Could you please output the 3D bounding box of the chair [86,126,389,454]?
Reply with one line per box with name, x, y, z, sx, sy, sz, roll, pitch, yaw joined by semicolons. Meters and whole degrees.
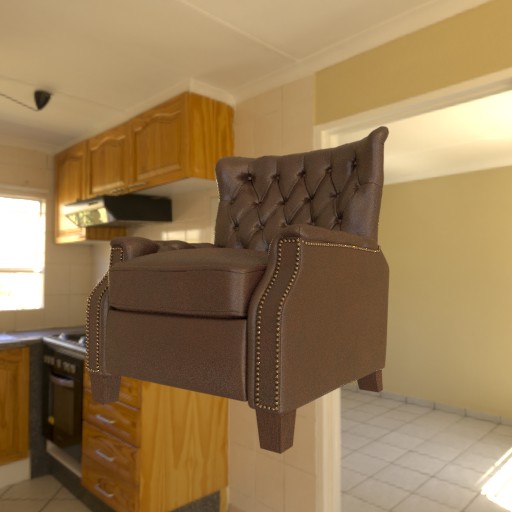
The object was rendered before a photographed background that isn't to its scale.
chair;0.000;0.000;1.436;0.709;0.864;0.823;-1;-2;35
